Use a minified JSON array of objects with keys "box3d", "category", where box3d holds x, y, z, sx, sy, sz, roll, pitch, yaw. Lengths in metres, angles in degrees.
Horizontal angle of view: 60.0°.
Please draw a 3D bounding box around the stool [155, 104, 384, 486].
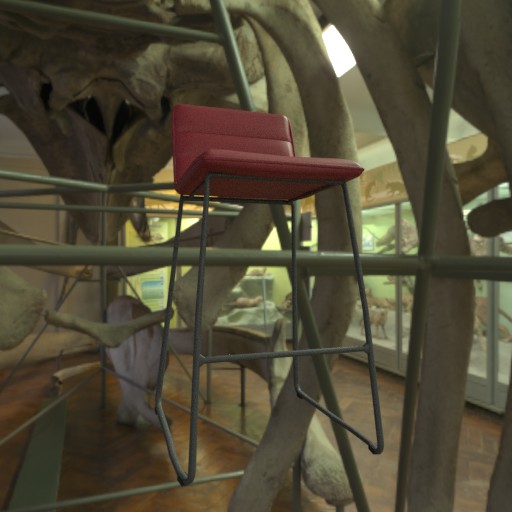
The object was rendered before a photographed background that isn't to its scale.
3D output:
[{"box3d":[0.000,0.000,1.193,0.489,0.937,0.524,0,0,-18],"category":"stool"}]
